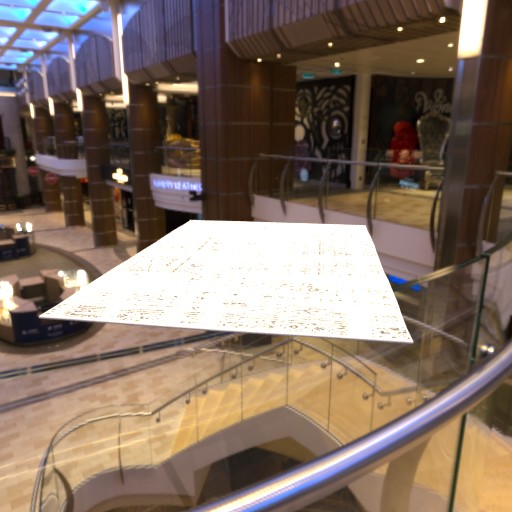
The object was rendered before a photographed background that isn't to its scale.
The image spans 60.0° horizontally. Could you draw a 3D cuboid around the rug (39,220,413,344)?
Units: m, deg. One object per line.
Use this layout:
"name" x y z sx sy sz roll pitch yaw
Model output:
"rug" 0.000 0.000 3.112 1.706 0.026 2.438 2 16 9
